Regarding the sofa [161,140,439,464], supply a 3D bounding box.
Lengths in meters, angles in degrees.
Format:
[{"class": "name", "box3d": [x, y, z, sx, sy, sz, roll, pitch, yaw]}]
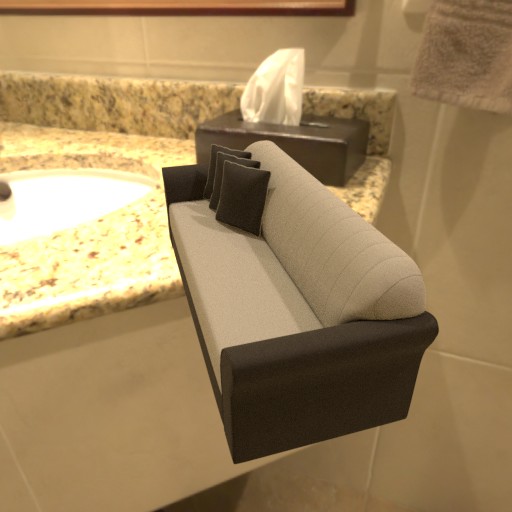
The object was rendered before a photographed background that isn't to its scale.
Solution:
[{"class": "sofa", "box3d": [0.000, 0.000, 2.388, 0.755, 0.787, 2.001, -9, 31, -14]}]
